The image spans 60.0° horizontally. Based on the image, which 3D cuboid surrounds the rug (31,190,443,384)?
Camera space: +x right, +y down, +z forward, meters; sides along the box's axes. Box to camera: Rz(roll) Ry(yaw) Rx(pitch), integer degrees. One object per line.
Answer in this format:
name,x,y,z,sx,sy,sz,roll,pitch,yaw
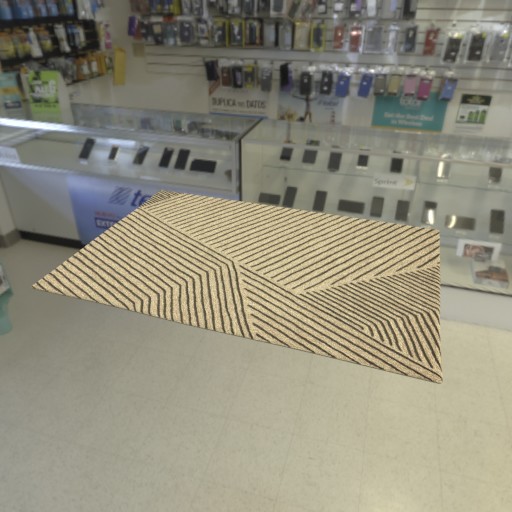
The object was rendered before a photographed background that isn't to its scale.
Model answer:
rug,0.000,0.000,2.344,1.842,0.019,1.237,10,33,16
